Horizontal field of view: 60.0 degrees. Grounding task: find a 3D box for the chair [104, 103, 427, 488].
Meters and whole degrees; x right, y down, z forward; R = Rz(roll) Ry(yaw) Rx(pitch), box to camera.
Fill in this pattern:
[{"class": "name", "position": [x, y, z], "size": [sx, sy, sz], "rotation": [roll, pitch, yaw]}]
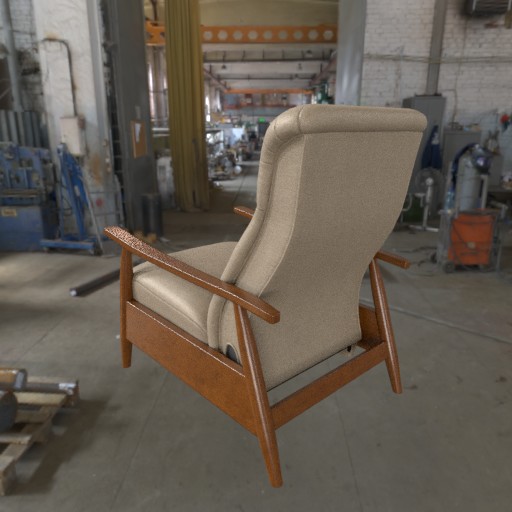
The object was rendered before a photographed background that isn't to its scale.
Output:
[{"class": "chair", "position": [0.000, 0.000, 1.731], "size": [0.762, 1.082, 1.032], "rotation": [-15, 22, -41]}]
